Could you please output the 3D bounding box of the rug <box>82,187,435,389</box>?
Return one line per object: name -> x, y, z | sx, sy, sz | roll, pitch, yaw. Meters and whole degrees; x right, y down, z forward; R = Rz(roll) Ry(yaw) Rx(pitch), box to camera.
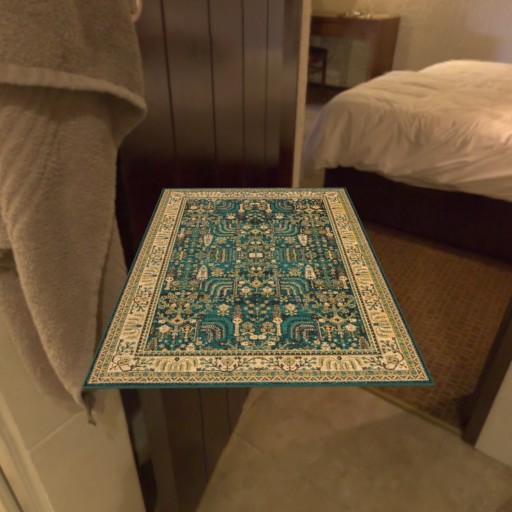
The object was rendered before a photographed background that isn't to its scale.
rug -> 0.000, 0.000, 2.935 | 1.594, 0.013, 2.213 | 0, 32, -1
